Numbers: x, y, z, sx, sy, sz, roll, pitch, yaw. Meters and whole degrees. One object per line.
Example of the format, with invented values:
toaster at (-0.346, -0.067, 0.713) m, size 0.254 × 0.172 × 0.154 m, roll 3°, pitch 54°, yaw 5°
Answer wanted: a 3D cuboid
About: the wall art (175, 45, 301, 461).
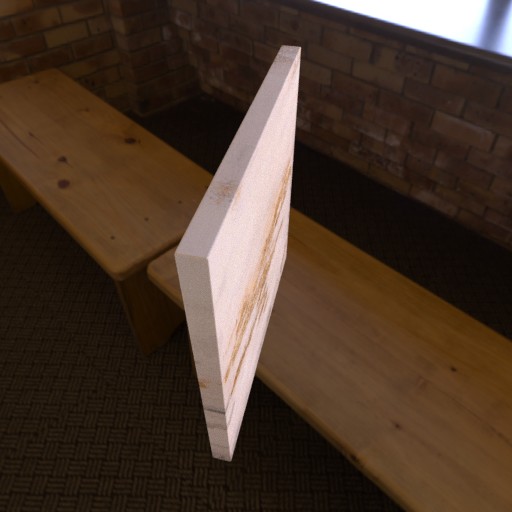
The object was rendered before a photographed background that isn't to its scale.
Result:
wall art at (0.000, 0.000, 0.914) m, size 0.040 × 0.613 × 0.611 m, roll 10°, pitch 47°, yaw 9°
